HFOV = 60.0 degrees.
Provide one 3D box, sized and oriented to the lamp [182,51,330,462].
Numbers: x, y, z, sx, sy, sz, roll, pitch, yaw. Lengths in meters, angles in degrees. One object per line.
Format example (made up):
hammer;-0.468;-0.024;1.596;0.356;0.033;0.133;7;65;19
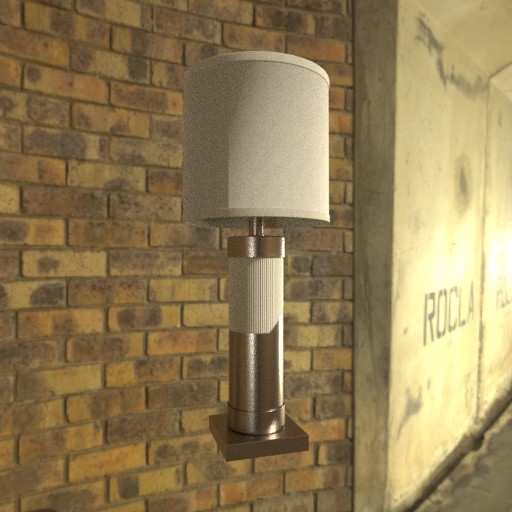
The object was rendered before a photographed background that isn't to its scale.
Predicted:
lamp;0.000;0.000;0.618;0.202;0.509;0.202;0;-1;-17
